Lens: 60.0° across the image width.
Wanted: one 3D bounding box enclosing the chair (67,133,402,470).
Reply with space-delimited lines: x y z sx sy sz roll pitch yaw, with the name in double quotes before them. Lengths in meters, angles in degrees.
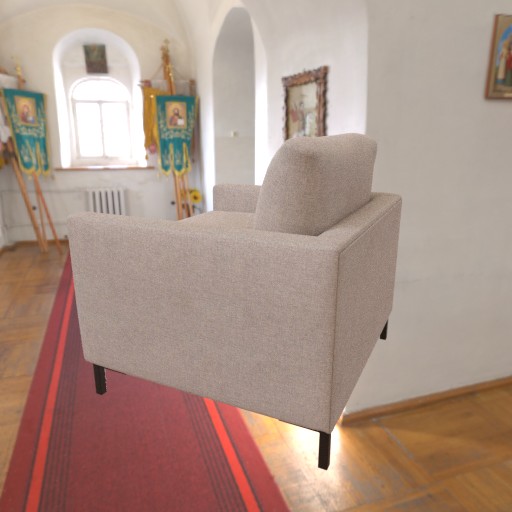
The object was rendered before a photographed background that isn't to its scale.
"chair" 0.000 0.000 1.612 0.866 0.861 0.963 8 18 25
